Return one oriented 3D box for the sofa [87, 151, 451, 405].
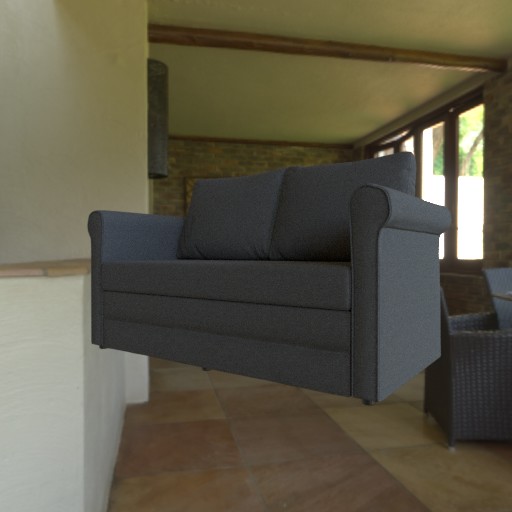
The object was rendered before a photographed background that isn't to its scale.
[{"bbox_3d":[0.000,0.000,1.960,1.460,0.872,0.741,0,1,36],"label":"sofa"}]
